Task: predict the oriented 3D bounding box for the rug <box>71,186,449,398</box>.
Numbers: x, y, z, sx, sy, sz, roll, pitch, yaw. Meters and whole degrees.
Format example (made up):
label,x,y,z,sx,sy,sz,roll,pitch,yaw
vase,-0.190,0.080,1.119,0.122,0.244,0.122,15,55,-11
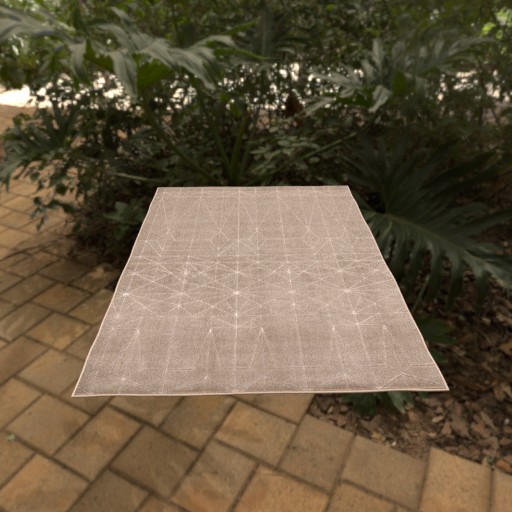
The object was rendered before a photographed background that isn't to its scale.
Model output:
label,x,y,z,sx,sy,sz,roll,pitch,yaw
rug,0.000,0.000,4.271,2.449,0.019,3.357,-1,32,-1
